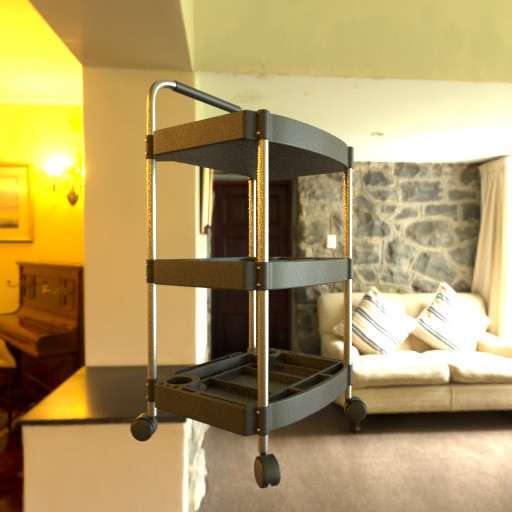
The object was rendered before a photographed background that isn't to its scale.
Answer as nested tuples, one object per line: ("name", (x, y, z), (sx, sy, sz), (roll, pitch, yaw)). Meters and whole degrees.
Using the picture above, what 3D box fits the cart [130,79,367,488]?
("cart", (0.000, 0.000, 1.373), (0.518, 1.075, 0.584), (1, 1, 37))
